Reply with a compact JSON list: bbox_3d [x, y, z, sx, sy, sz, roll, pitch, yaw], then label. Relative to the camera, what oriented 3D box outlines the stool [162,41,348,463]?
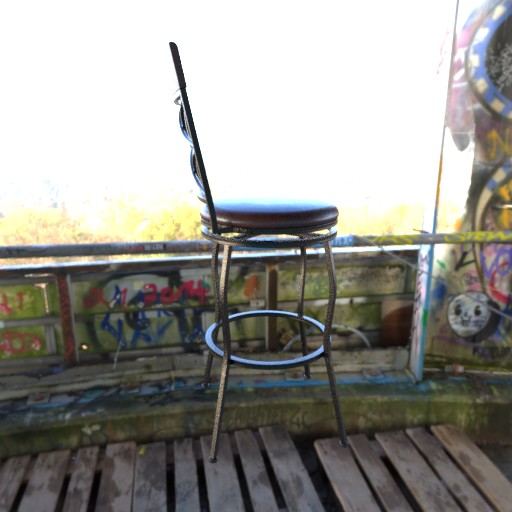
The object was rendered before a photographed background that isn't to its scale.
[{"bbox_3d":[0.000,0.000,1.384,0.513,1.130,0.448,-3,15,-9],"label":"stool"}]
